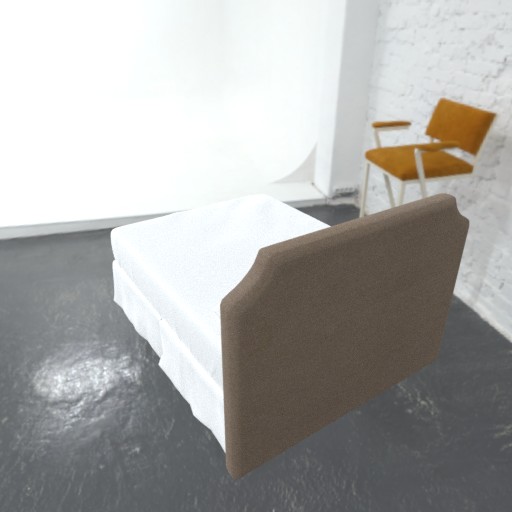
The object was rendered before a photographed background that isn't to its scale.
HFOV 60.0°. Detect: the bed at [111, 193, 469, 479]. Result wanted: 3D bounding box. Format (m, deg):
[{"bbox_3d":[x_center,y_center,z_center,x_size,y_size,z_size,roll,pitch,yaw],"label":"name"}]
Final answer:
[{"bbox_3d":[0.000,0.000,3.197,1.693,1.290,2.116,-17,32,-30],"label":"bed"}]
